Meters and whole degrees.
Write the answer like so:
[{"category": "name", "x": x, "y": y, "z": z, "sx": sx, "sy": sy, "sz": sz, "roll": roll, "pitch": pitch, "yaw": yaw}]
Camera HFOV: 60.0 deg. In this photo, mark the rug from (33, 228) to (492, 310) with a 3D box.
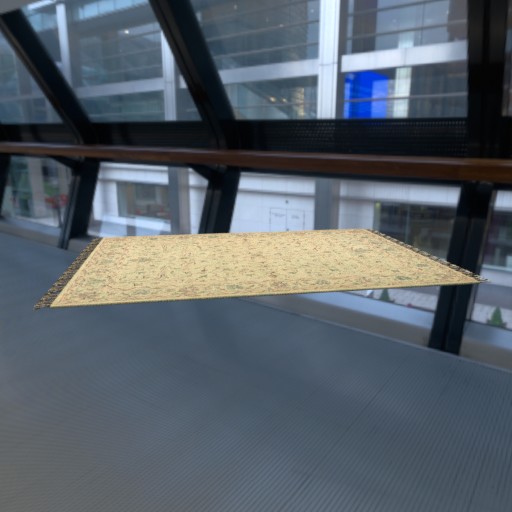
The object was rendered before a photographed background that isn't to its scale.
[{"category": "rug", "x": 0.000, "y": 0.000, "z": 2.284, "sx": 1.802, "sy": 0.008, "sz": 1.247, "roll": -2, "pitch": 14, "yaw": -10}]
